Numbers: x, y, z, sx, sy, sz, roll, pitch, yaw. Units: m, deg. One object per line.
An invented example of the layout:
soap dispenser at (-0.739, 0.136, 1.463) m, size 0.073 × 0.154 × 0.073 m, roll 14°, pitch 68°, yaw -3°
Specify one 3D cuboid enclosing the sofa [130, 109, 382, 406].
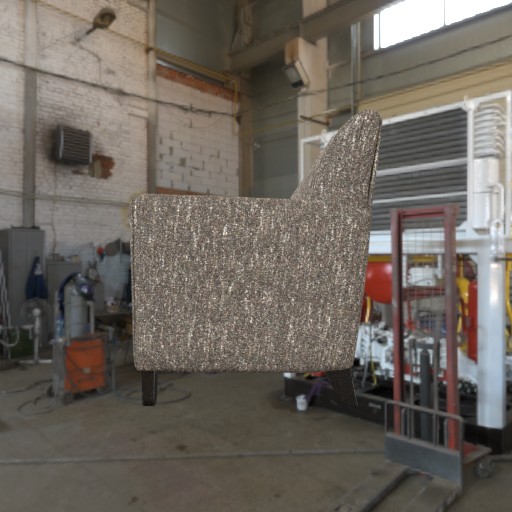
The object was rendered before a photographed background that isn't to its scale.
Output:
sofa at (0.000, 0.000, 2.084) m, size 0.801 × 0.946 × 1.519 m, roll 0°, pitch 0°, yaw -1°
